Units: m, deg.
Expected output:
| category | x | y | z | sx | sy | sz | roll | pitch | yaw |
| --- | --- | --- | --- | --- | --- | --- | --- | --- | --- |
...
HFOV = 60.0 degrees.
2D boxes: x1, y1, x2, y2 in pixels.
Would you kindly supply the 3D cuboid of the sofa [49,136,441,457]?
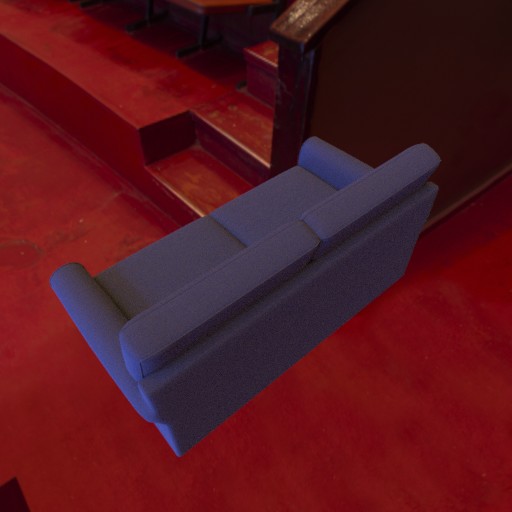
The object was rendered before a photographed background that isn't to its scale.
| category | x | y | z | sx | sy | sz | roll | pitch | yaw |
| --- | --- | --- | --- | --- | --- | --- | --- | --- | --- |
| sofa | 0.000 | 0.000 | 2.454 | 1.930 | 1.020 | 0.940 | -32 | 55 | -26 |
